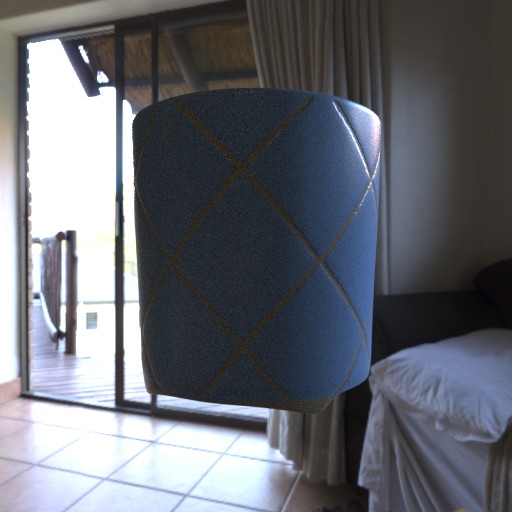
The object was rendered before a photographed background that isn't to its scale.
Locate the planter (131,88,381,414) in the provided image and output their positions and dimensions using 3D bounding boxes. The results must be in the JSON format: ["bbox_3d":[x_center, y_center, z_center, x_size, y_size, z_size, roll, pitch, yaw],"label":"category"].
[{"bbox_3d":[0.000,0.000,0.419,0.227,0.235,0.227,0,0,0],"label":"planter"}]
